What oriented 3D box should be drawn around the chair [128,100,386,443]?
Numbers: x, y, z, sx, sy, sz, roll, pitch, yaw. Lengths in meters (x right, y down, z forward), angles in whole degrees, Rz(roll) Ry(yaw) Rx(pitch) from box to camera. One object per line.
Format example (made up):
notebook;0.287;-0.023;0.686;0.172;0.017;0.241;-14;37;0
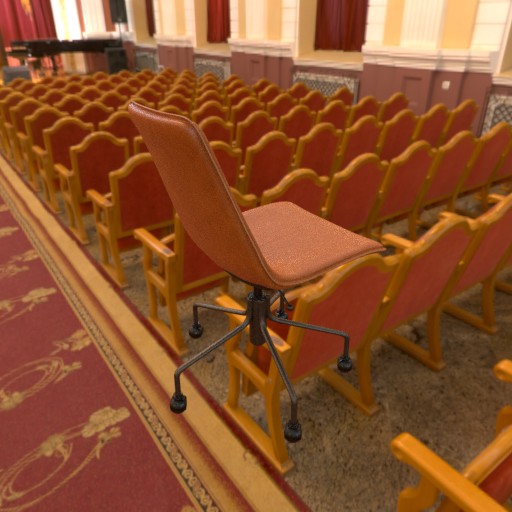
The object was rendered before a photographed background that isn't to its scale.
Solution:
chair;0.000;0.000;1.350;0.660;0.920;0.651;-18;33;-31
